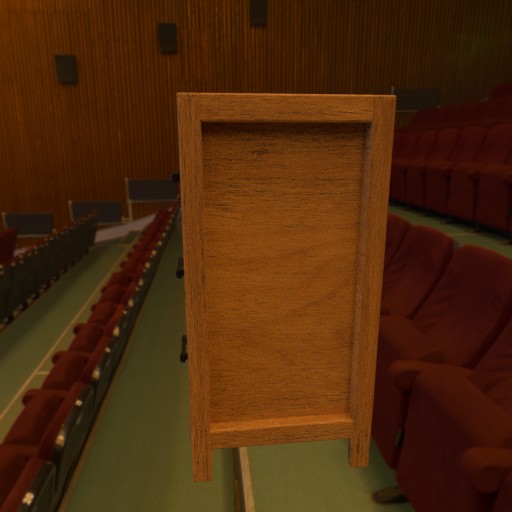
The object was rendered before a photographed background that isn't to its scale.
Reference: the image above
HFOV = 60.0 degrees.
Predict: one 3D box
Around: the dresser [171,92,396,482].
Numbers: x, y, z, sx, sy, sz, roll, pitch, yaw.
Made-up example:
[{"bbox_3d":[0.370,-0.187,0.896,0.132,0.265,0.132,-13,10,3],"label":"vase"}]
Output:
[{"bbox_3d":[0.000,0.000,1.273,0.427,0.804,0.804,-2,15,-7],"label":"dresser"}]
